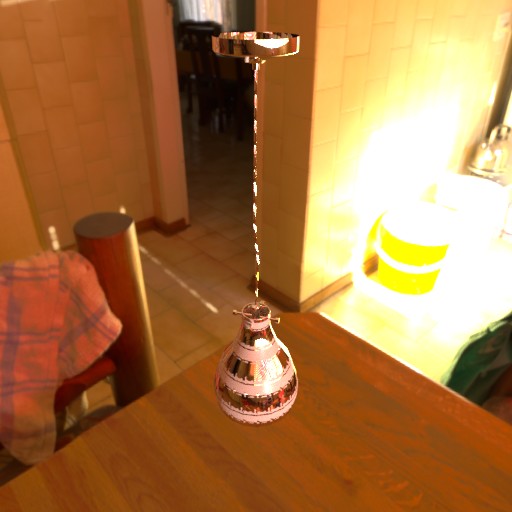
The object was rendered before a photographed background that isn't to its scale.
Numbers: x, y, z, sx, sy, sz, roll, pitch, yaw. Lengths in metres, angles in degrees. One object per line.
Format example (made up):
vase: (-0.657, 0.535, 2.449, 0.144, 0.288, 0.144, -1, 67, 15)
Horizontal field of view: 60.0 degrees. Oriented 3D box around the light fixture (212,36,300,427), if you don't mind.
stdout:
light fixture: (0.000, 0.000, 1.631, 0.374, 1.457, 0.374, 9, 32, 14)
